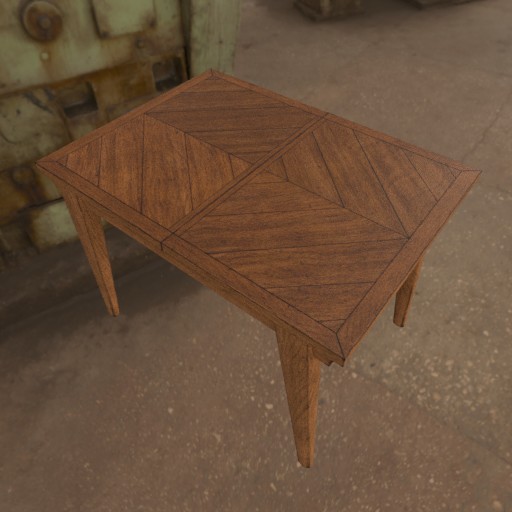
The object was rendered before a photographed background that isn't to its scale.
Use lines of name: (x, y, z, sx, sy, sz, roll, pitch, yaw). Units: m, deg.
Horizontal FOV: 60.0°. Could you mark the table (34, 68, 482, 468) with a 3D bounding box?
table: (0.000, 0.000, 1.542, 1.027, 0.760, 0.757, 30, 54, 25)
